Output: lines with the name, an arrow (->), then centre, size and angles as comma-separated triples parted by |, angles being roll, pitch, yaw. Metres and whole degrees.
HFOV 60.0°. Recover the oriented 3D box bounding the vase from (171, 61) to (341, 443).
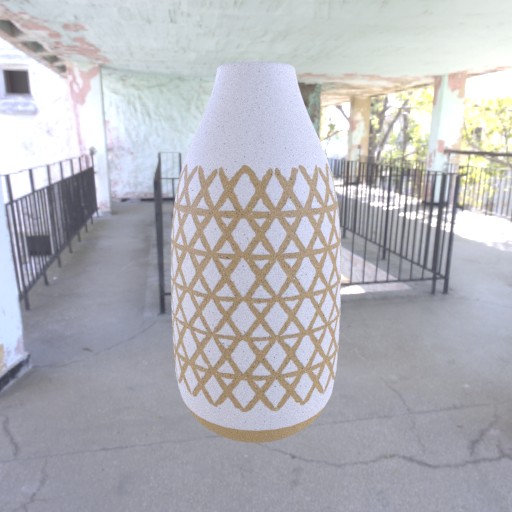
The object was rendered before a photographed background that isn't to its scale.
vase -> 0.000, 0.000, 0.481 | 0.186, 0.380, 0.186 | 0, 15, 0
